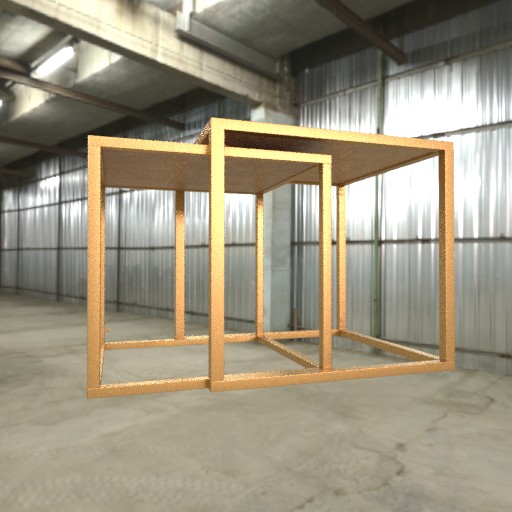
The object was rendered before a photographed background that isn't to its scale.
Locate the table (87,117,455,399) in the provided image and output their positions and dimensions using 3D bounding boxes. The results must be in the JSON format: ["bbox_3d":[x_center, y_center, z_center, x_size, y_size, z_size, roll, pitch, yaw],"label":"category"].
[{"bbox_3d":[0.000,0.000,1.100,0.762,0.505,0.505,0,-1,-18],"label":"table"}]
